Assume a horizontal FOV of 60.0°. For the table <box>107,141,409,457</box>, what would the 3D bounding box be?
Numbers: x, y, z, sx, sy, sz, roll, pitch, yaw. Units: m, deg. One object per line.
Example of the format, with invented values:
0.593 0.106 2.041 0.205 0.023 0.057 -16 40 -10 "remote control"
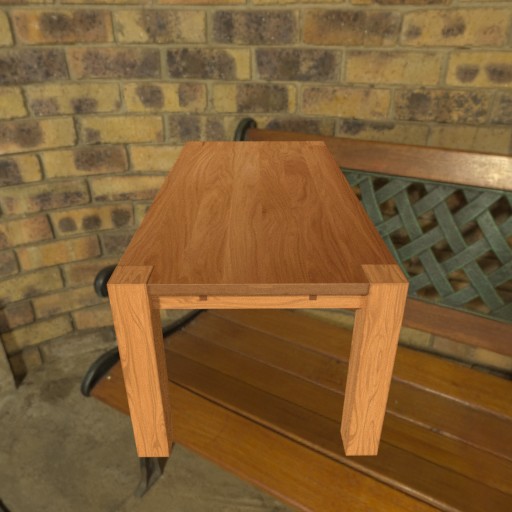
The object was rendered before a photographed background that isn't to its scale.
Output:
0.000 0.000 2.289 0.900 0.760 1.800 0 28 0 "table"
